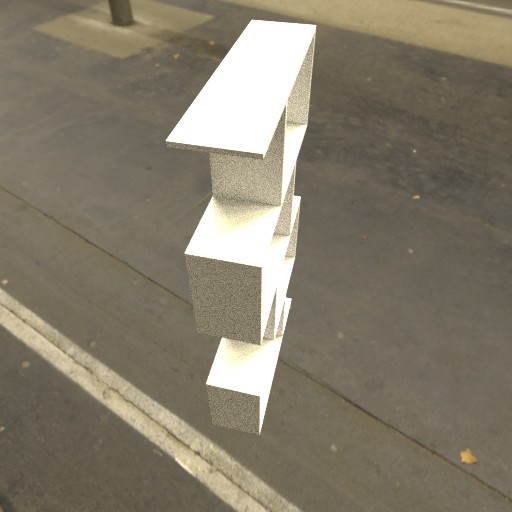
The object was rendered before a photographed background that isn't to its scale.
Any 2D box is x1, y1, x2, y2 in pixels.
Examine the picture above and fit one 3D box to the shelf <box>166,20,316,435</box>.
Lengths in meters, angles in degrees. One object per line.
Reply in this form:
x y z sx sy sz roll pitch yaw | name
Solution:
0.000 0.000 1.972 0.250 1.650 0.890 10 47 9 | shelf
